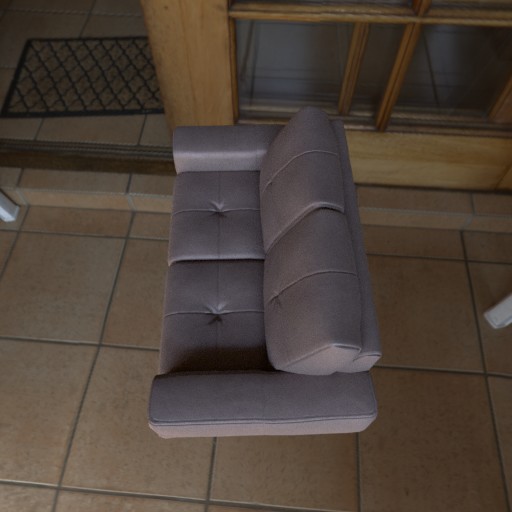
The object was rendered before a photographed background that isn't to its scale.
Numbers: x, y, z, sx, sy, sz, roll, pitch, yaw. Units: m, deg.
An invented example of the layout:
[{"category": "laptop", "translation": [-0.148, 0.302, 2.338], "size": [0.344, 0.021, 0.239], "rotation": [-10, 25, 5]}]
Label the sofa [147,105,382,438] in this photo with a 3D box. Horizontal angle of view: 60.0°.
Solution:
[{"category": "sofa", "translation": [0.000, 0.000, 2.405], "size": [1.018, 0.907, 1.806], "rotation": [-1, 60, -1]}]
